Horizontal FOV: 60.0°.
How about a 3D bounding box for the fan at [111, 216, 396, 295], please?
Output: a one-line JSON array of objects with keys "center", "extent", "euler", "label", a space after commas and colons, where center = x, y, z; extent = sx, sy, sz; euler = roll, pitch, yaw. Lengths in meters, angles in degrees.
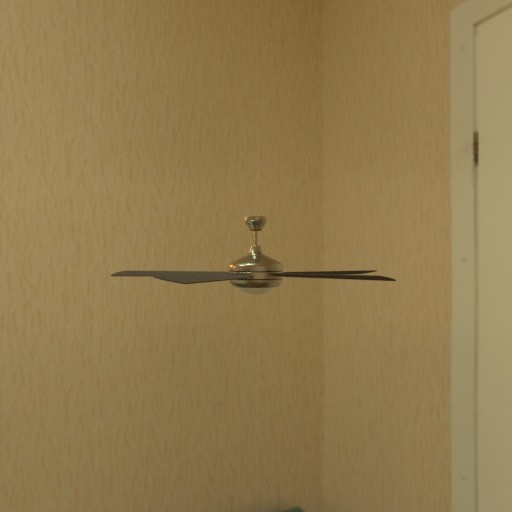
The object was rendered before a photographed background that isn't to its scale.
[{"center": [0.000, 0.000, 2.029], "extent": [1.321, 0.356, 1.321], "euler": [0, -1, 36], "label": "fan"}]
